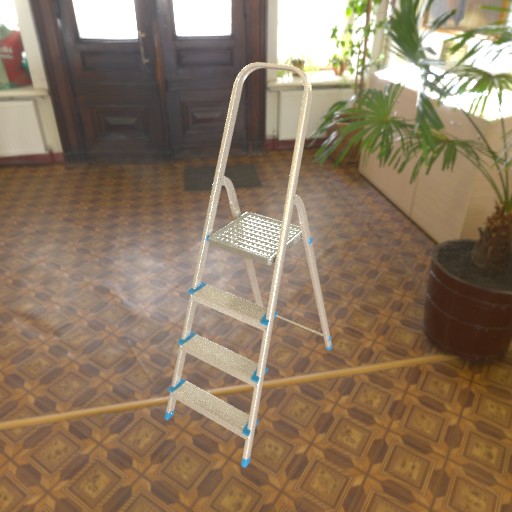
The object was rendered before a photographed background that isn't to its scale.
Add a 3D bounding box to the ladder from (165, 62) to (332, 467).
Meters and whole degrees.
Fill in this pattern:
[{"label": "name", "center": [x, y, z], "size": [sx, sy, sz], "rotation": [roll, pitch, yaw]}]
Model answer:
[{"label": "ladder", "center": [0.000, 0.000, 1.818], "size": [0.445, 1.434, 0.842], "rotation": [19, 36, 28]}]
